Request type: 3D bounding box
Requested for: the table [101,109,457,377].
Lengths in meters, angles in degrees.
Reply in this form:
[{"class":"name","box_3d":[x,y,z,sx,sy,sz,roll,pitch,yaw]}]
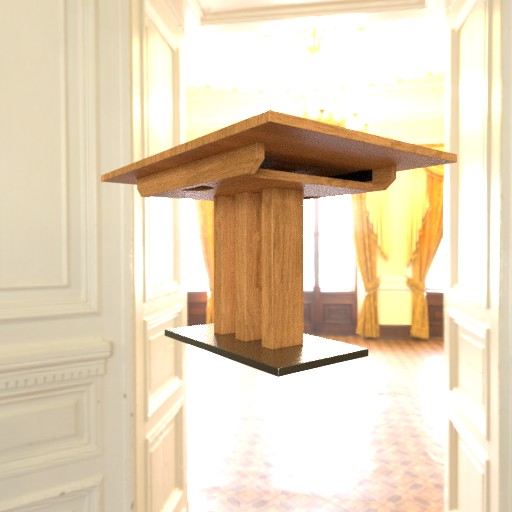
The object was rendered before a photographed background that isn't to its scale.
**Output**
[{"class":"table","box_3d":[0.000,0.000,1.909,0.900,0.770,1.300,-1,2,-37]}]
